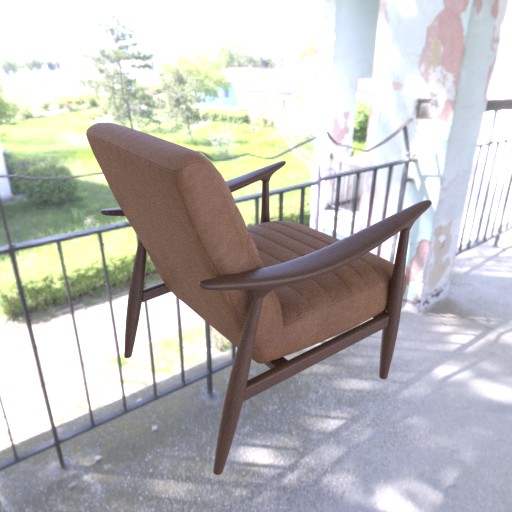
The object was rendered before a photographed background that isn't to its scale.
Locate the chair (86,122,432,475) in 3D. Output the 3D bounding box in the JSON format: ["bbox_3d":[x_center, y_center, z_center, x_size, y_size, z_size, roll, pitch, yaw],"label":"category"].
[{"bbox_3d":[0.000,0.000,1.414,0.798,0.832,0.741,-17,30,-33],"label":"chair"}]
